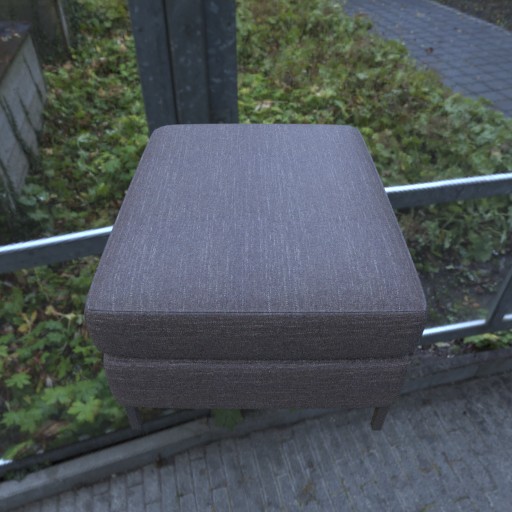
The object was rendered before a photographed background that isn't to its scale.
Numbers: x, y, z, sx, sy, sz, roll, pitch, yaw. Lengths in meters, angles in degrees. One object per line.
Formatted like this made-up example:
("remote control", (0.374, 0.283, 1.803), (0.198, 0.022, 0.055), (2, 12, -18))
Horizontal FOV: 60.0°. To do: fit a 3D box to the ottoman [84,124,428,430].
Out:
("ottoman", (0.000, 0.000, 1.233), (0.671, 0.490, 0.820), (0, 41, 0))
